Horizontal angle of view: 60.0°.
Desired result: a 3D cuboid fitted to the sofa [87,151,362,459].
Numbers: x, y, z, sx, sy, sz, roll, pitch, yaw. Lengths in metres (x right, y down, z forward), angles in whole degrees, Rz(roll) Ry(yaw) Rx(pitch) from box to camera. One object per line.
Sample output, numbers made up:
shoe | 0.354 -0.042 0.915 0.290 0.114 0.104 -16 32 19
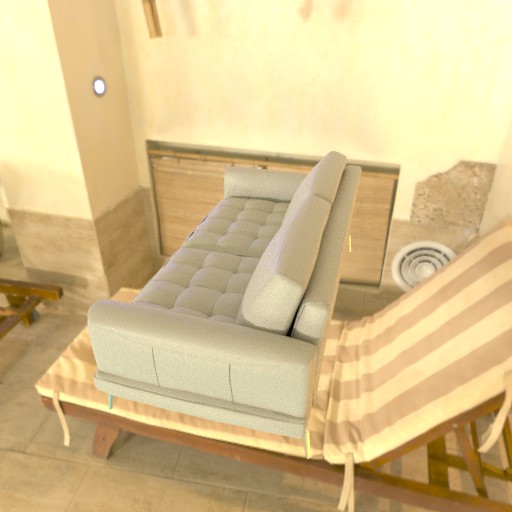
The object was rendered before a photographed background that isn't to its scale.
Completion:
sofa | 0.000 0.000 2.824 1.121 0.930 2.177 8 32 13
